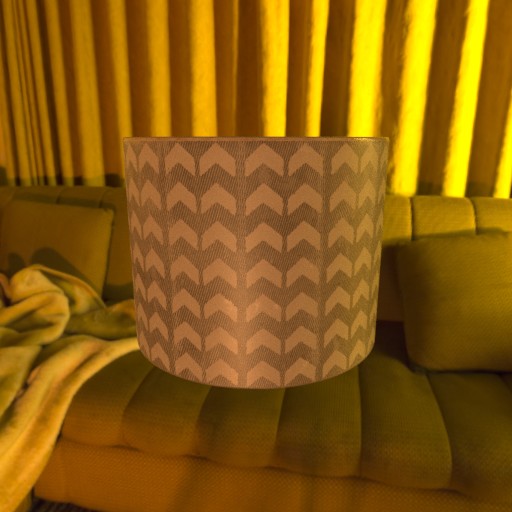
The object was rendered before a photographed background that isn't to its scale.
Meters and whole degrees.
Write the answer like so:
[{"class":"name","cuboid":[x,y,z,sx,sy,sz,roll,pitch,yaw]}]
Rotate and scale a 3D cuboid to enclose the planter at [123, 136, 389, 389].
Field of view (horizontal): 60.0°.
[{"class":"planter","cuboid":[0.000,0.000,0.462,0.250,0.239,0.250,0,15,0]}]
